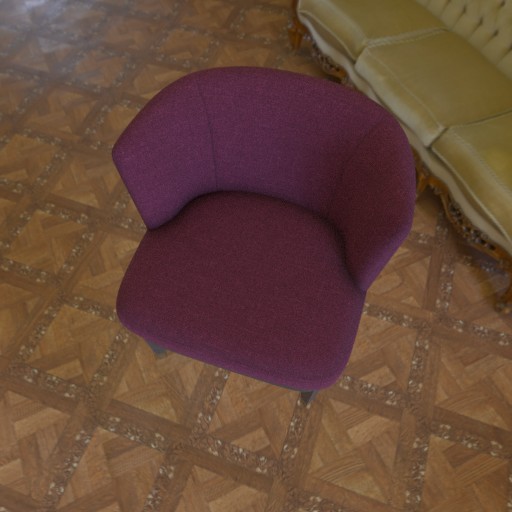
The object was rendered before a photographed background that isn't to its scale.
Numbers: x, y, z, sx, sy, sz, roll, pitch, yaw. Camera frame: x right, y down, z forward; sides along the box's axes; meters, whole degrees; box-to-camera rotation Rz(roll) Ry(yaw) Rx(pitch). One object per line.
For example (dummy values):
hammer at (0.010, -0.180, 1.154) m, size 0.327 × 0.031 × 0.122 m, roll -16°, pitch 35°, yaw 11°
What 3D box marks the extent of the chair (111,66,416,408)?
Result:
chair at (0.000, 0.000, 1.266) m, size 0.700 × 0.760 × 0.660 m, roll 16°, pitch 59°, yaw 10°
